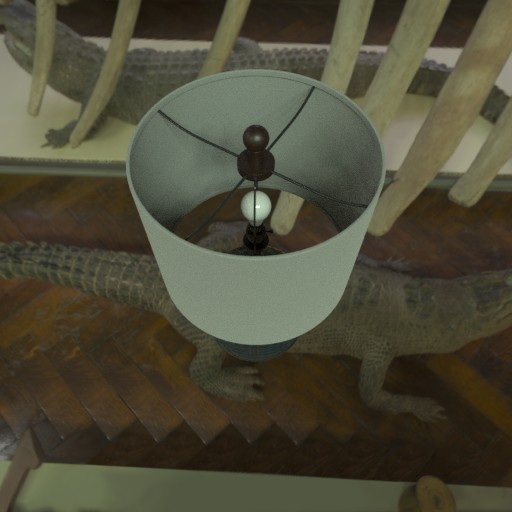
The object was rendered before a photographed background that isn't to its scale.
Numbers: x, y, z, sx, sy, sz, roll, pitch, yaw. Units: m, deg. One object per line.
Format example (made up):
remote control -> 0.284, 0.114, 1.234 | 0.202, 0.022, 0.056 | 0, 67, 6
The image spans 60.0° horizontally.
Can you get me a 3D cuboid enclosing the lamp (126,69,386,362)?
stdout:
lamp -> 0.000, 0.000, 0.758 | 0.318, 0.567, 0.318 | 0, 58, 0
